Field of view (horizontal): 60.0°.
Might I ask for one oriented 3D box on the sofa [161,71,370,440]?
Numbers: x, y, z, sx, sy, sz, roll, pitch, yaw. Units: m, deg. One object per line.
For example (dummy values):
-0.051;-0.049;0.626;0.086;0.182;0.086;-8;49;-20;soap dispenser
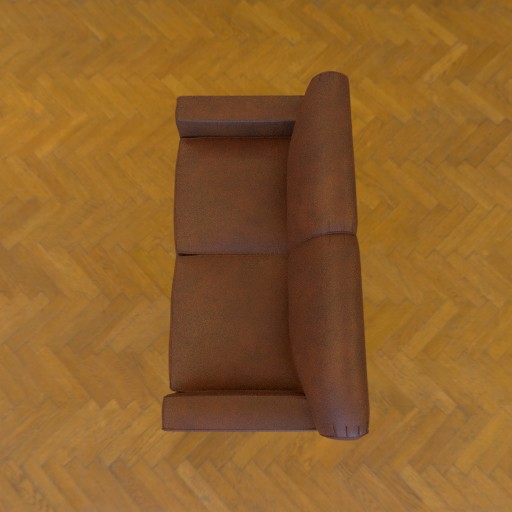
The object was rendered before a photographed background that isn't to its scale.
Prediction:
0.000;0.000;2.510;1.000;0.966;1.856;0;76;0;sofa
